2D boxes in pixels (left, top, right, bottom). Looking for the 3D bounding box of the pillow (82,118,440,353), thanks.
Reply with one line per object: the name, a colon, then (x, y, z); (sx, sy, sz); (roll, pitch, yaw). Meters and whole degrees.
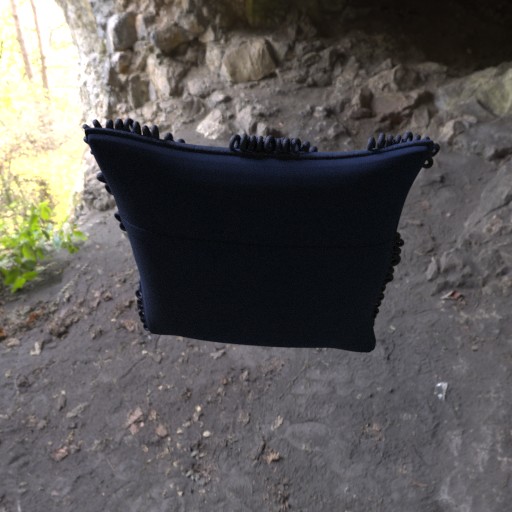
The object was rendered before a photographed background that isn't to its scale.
pillow: (0.000, 0.000, 0.730); (0.469, 0.466, 0.172); (4, 46, 4)
